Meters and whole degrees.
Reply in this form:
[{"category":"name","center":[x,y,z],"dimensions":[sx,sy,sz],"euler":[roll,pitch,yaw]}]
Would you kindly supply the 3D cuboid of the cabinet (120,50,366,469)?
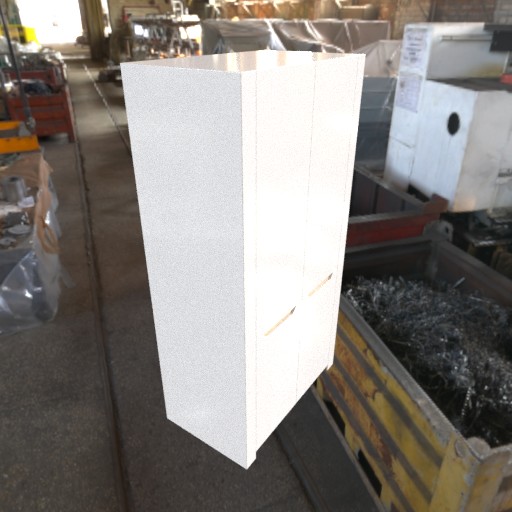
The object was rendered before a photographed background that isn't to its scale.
[{"category":"cabinet","center":[0.000,0.000,2.350],"dimensions":[0.580,1.920,0.980],"euler":[19,33,31]}]
